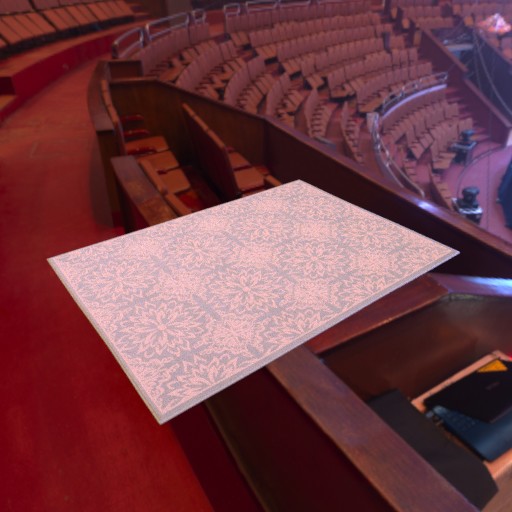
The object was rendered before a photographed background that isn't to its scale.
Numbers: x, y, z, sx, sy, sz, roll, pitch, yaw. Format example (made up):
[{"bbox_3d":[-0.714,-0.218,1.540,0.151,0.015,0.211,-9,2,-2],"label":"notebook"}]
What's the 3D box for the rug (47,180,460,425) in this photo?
[{"bbox_3d":[0.000,0.000,2.908,2.205,0.014,1.589,-22,38,-31],"label":"rug"}]
